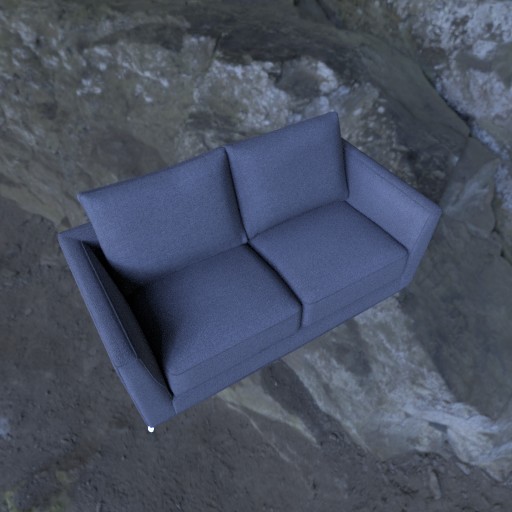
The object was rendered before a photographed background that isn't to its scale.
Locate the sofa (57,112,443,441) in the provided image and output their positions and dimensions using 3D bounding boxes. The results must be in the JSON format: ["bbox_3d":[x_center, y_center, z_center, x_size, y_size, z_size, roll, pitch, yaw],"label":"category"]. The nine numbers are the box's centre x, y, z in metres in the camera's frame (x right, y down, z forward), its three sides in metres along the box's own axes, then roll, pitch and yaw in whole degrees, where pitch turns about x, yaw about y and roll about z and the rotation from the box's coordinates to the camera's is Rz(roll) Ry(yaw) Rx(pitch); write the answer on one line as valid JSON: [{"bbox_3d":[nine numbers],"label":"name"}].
[{"bbox_3d":[0.000,0.000,2.170,1.594,0.924,0.803,-24,50,-22],"label":"sofa"}]
